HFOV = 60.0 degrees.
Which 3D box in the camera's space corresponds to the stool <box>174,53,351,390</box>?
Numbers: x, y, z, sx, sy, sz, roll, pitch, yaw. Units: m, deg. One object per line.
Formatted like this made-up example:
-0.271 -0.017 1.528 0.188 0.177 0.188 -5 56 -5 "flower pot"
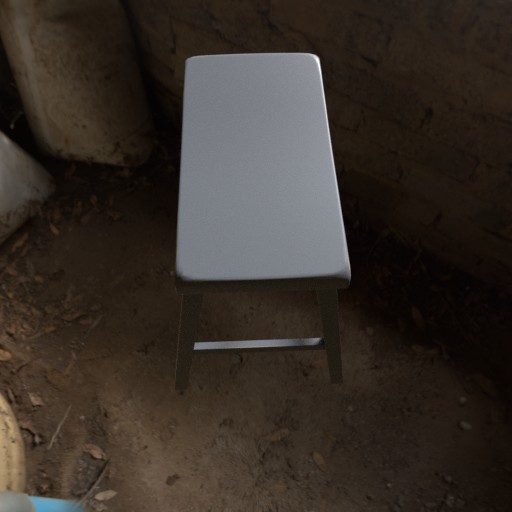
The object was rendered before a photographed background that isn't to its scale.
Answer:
0.000 0.000 1.022 0.476 0.737 0.457 -2 63 -1 "stool"
